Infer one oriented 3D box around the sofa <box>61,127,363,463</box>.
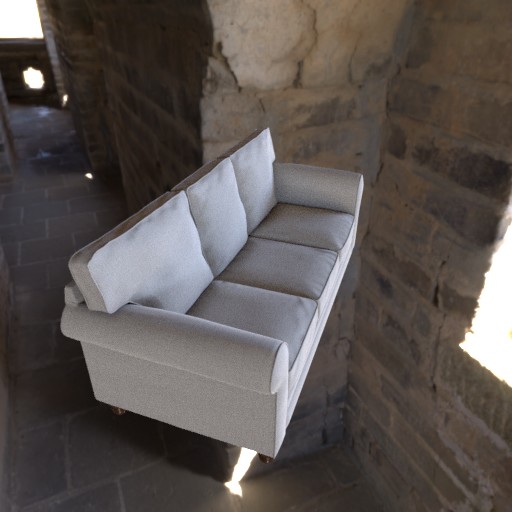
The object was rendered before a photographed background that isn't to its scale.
[{"bbox_3d":[0.000,0.000,2.533,0.916,0.961,2.084,10,32,17],"label":"sofa"}]
